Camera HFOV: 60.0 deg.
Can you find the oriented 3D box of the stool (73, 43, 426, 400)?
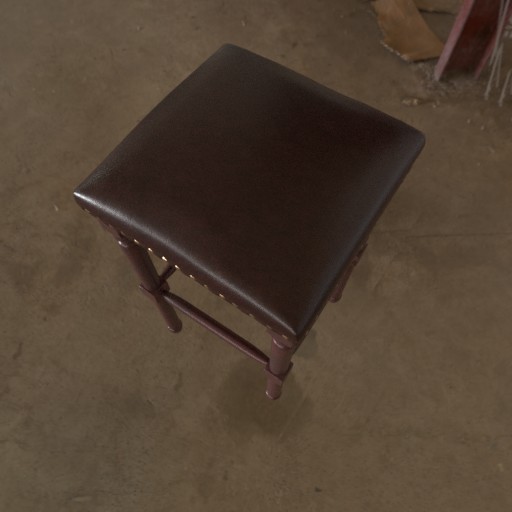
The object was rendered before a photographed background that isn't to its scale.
[{"bbox_3d":[0.000,0.000,0.917,0.382,0.702,0.383,31,67,14],"label":"stool"}]
